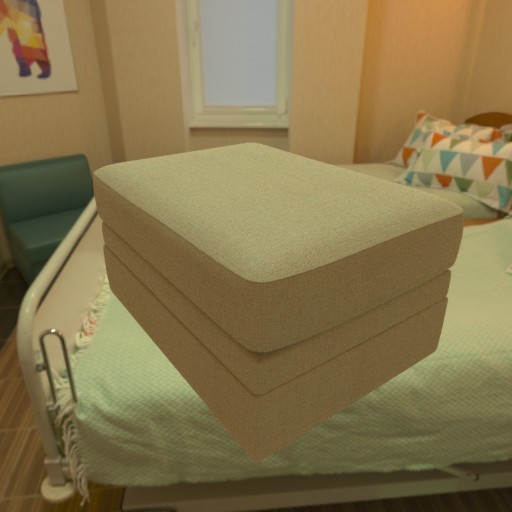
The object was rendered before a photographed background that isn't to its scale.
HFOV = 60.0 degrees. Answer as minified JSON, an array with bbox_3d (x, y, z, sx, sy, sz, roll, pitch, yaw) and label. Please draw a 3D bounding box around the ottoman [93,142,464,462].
[{"bbox_3d":[0.000,0.000,1.255,0.637,0.478,0.885,-18,32,-32],"label":"ottoman"}]
